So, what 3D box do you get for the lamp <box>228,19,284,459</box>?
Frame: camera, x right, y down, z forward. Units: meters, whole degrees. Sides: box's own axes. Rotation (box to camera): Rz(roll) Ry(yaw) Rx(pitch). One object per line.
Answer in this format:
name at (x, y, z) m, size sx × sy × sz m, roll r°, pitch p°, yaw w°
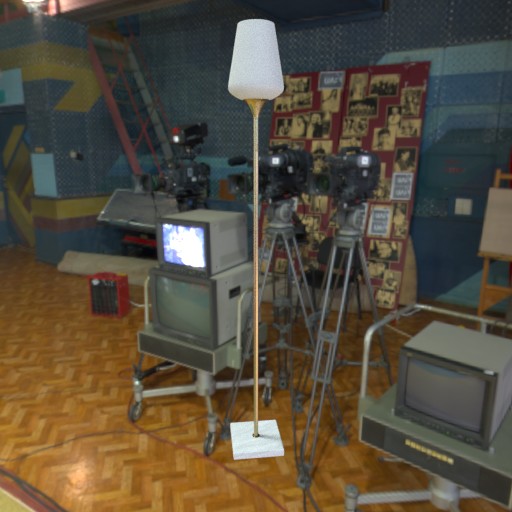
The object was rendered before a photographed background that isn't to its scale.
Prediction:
lamp at (0.000, 0.000, 1.898) m, size 0.229 × 1.813 × 0.232 m, roll -2°, pitch 13°, yaw -7°
